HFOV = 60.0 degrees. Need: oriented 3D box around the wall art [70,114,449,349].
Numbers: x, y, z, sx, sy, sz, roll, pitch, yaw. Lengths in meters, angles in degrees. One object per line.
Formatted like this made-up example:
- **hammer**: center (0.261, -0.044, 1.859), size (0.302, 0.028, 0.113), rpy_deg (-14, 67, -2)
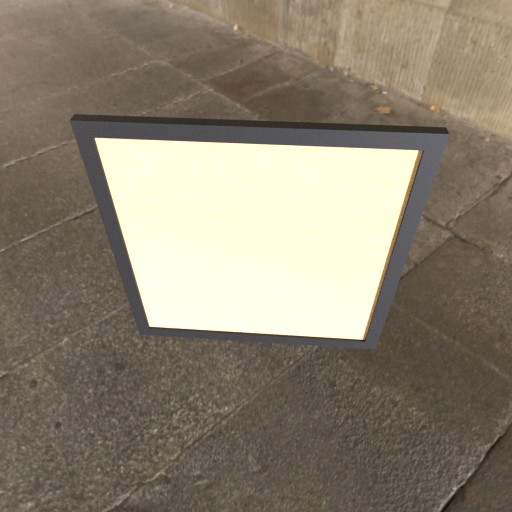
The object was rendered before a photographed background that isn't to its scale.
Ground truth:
- **wall art**: center (0.000, 0.000, 0.545), size (0.356, 0.356, 0.013), rpy_deg (3, 45, 3)
